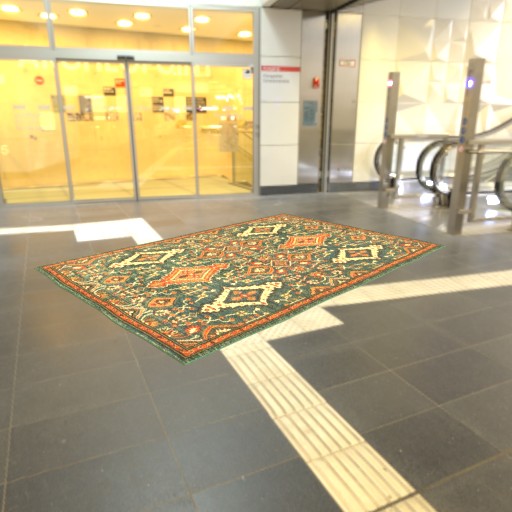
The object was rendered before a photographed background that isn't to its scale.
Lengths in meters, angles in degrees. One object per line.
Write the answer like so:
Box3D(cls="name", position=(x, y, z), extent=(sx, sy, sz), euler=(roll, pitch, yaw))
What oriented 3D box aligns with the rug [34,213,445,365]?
Box3D(cls="rug", position=(0.000, 0.000, 3.030), extent=(2.373, 0.009, 1.622), euler=(-16, 24, -42))
